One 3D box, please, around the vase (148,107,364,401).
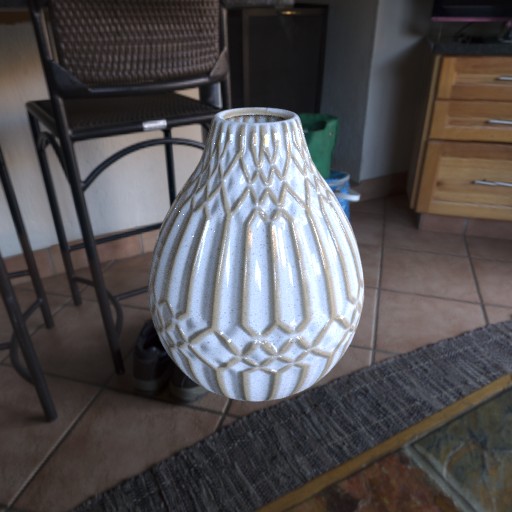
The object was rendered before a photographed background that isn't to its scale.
[{"bbox_3d":[0.000,0.000,0.323,0.159,0.200,0.159,0,28,0],"label":"vase"}]
